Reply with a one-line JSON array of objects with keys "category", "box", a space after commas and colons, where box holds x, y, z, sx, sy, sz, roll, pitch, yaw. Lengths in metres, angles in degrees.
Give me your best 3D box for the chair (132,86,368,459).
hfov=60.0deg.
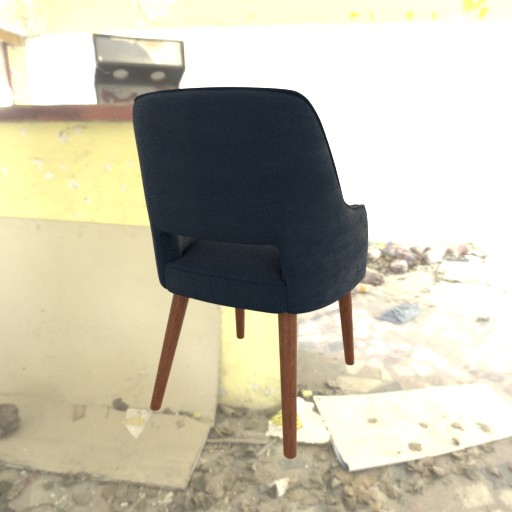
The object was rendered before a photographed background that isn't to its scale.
[{"category": "chair", "box": [0.000, 0.000, 1.243, 0.559, 0.844, 0.591, 8, 18, 26]}]
